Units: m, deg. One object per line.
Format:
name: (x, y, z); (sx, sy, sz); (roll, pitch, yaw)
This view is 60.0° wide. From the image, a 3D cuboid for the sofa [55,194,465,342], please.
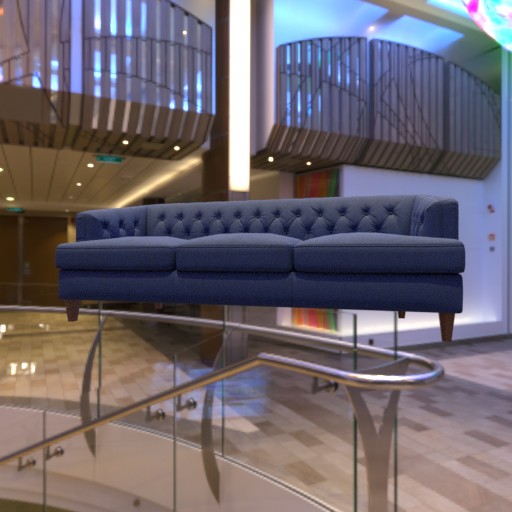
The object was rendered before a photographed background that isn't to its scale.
sofa: (0.000, 0.000, 2.721); (2.235, 0.787, 0.914); (0, 0, 17)
